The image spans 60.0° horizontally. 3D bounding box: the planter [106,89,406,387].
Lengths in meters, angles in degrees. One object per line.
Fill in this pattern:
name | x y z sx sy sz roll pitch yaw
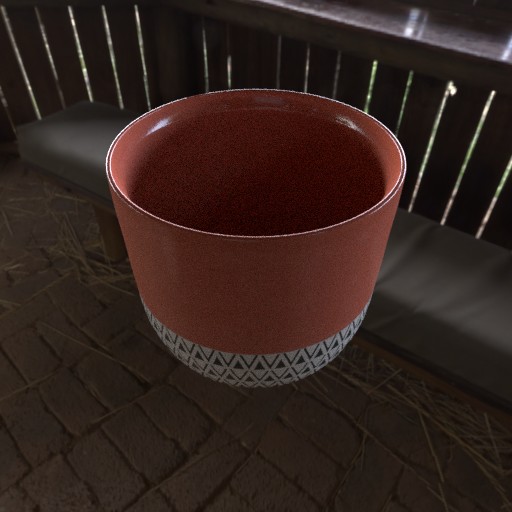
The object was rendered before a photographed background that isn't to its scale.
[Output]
planter | 0.000 0.000 0.492 0.266 0.270 0.266 0 42 0
